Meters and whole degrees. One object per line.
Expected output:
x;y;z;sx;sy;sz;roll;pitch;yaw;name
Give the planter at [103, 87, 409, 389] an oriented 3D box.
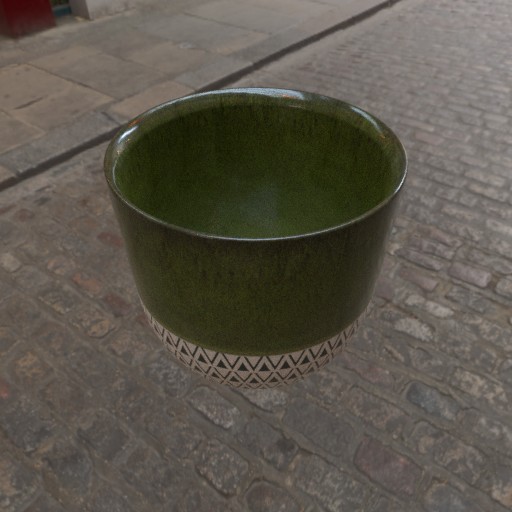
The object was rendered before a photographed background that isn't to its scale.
0.000;0.000;0.487;0.266;0.270;0.266;0;42;0;planter
